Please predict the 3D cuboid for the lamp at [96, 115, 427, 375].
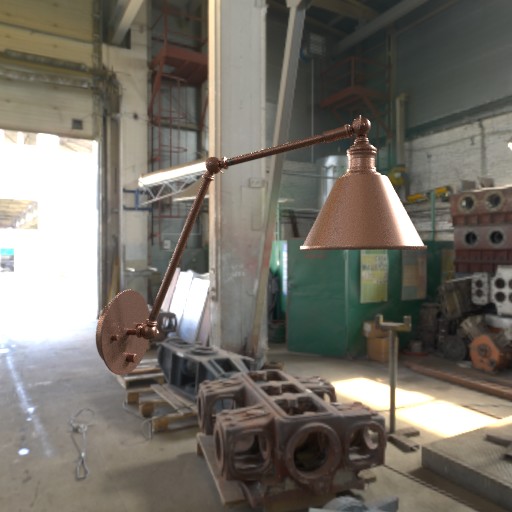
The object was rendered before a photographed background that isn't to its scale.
[{"bbox_3d":[0.000,0.000,0.865,0.624,0.502,0.223,0,0,16],"label":"lamp"}]
